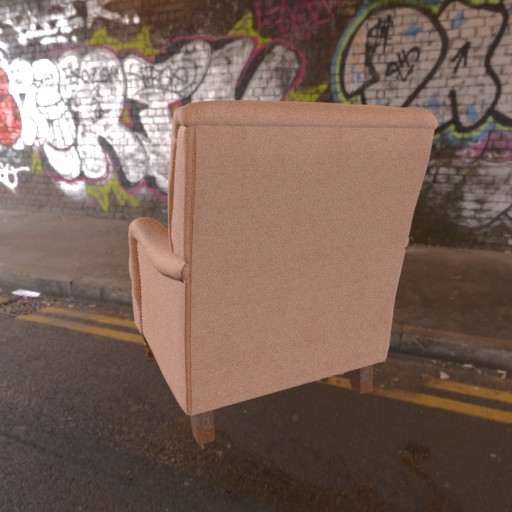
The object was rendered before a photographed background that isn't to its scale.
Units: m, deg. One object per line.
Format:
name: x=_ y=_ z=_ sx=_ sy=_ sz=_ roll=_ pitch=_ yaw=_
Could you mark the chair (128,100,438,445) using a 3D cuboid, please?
chair: x=0.000 y=0.000 z=1.775 sx=0.879 sy=1.119 sz=0.953 roll=-7 pitch=17 yaw=-26
